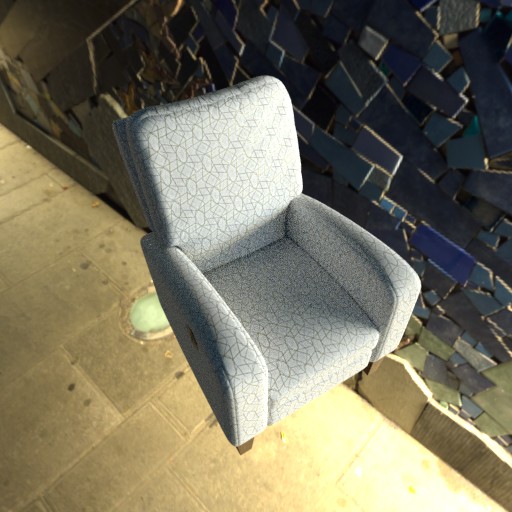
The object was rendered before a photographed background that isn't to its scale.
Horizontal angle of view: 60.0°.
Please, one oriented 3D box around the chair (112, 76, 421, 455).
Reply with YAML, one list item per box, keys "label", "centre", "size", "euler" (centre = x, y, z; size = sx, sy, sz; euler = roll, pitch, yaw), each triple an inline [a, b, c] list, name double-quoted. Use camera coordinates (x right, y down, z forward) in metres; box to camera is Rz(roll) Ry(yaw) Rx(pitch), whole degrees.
- label: "chair"
  centre: [0.000, 0.000, 1.749]
  size: [0.796, 1.064, 0.995]
  euler: [-24, 51, -21]
